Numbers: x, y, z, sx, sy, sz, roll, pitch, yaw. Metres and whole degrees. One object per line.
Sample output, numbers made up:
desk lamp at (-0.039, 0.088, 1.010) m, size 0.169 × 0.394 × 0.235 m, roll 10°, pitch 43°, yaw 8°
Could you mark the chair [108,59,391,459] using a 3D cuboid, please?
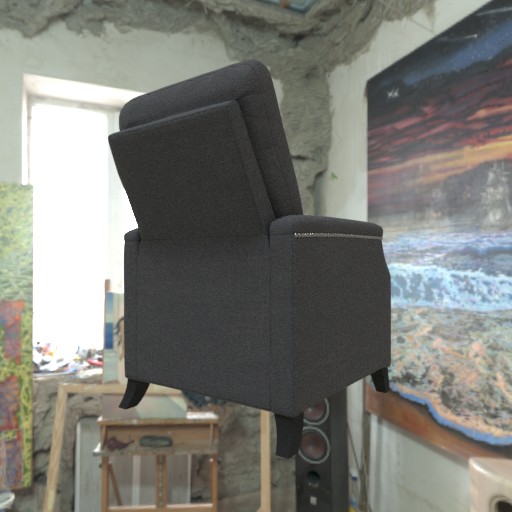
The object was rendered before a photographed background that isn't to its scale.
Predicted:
chair at (0.000, 0.000, 1.602) m, size 0.710 × 1.049 × 0.922 m, roll -1°, pitch -1°, yaw 36°
